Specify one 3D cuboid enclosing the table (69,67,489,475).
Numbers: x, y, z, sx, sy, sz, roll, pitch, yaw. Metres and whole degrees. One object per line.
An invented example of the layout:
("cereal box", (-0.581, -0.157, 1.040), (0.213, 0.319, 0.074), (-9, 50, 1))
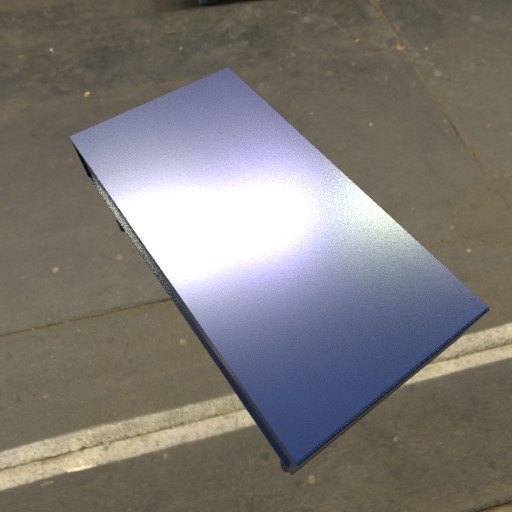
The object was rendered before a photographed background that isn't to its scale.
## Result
("table", (0.000, 0.000, 1.333), (0.572, 0.457, 1.067), (-31, 63, -18))
